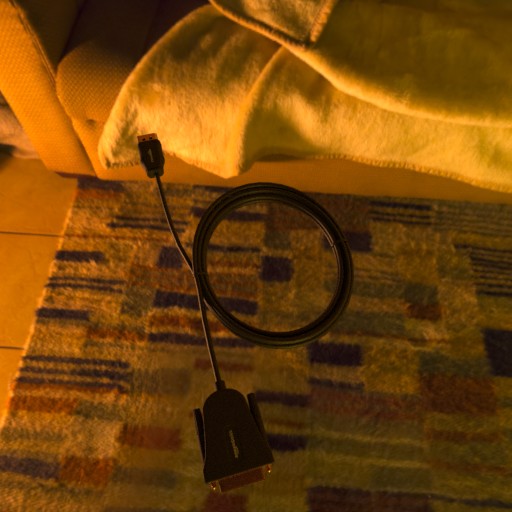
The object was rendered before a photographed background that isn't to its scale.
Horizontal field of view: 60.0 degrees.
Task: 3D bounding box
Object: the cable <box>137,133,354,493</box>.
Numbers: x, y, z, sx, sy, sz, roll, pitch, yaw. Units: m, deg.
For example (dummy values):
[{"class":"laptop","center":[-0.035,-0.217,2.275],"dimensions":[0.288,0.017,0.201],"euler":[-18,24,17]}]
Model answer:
[{"class":"cable","center":[0.000,0.000,0.321],"dimensions":[0.136,0.015,0.281],"euler":[-14,61,-8]}]
